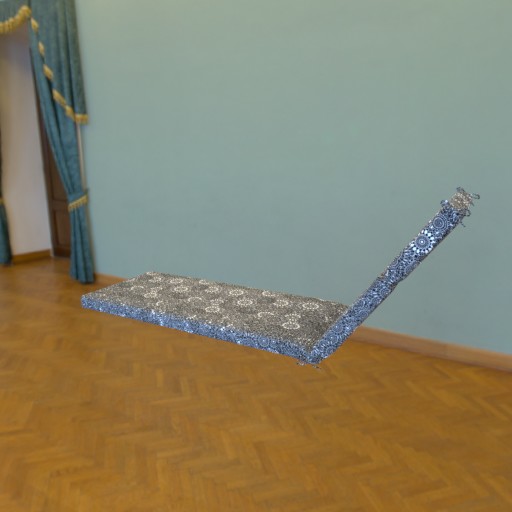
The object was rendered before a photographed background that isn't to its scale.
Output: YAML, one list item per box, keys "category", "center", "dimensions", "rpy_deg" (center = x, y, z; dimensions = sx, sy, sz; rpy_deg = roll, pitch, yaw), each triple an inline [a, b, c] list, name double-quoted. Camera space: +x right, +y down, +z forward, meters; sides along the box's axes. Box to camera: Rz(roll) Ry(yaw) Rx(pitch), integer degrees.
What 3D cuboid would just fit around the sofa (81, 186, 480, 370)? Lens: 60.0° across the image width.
- category: "sofa"
  center: [0.000, 0.000, 1.917]
  dimensions: [1.663, 0.622, 0.582]
  rpy_deg: [7, 16, 27]
